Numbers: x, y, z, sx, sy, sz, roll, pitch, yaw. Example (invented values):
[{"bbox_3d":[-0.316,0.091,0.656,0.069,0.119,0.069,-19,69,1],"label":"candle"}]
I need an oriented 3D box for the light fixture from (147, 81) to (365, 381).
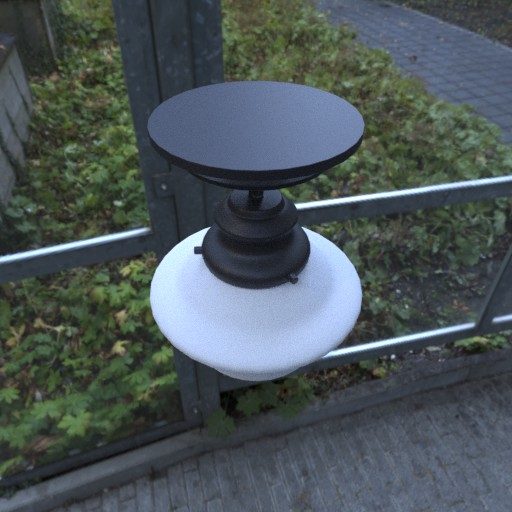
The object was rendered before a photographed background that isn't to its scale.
[{"bbox_3d":[0.000,0.000,0.393,0.197,0.254,0.197,0,40,0],"label":"light fixture"}]
